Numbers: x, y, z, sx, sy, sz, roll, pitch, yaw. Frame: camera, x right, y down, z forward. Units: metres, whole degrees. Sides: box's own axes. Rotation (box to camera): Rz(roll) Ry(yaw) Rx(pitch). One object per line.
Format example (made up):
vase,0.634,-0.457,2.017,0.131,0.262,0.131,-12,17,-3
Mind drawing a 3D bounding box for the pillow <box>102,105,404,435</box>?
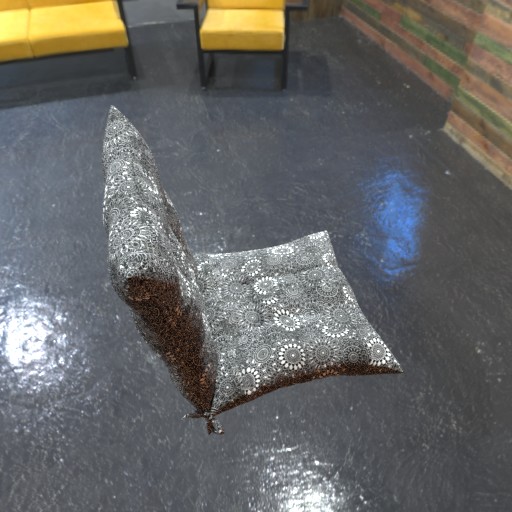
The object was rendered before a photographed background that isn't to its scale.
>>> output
pillow,0.000,0.000,0.991,0.585,0.536,0.541,-11,46,-10
